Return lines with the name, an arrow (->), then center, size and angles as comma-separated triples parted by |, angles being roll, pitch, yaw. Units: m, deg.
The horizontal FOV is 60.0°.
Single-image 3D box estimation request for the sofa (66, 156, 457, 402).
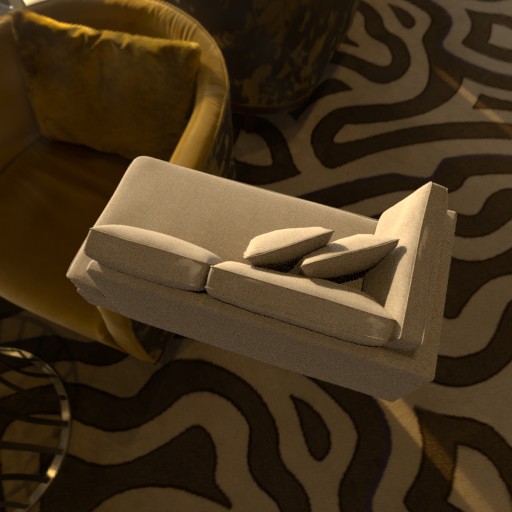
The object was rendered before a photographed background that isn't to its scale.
sofa -> 0.000, 0.000, 2.883 | 2.238, 1.019, 1.110 | 16, 65, 8
